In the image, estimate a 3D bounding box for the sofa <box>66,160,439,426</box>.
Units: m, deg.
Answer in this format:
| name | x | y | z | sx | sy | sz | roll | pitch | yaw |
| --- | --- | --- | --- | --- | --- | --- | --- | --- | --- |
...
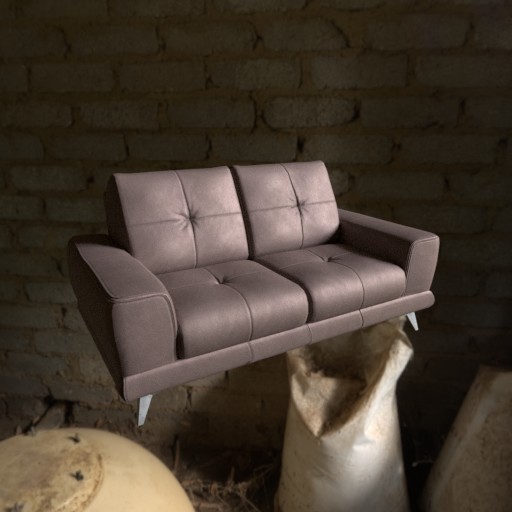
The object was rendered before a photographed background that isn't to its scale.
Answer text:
| name | x | y | z | sx | sy | sz | roll | pitch | yaw |
| --- | --- | --- | --- | --- | --- | --- | --- | --- | --- |
| sofa | 0.000 | 0.000 | 2.401 | 1.806 | 0.907 | 1.018 | -10 | 20 | -29 |
